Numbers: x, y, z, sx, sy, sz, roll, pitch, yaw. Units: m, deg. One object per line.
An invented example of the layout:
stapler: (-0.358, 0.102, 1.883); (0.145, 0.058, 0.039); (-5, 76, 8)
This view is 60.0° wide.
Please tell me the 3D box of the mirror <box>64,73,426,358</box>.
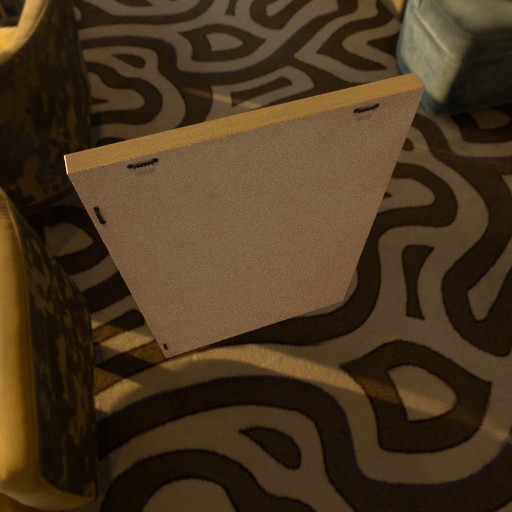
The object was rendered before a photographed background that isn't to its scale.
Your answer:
mirror: (0.000, 0.000, 0.905); (0.507, 0.710, 0.039); (-16, 60, -10)
